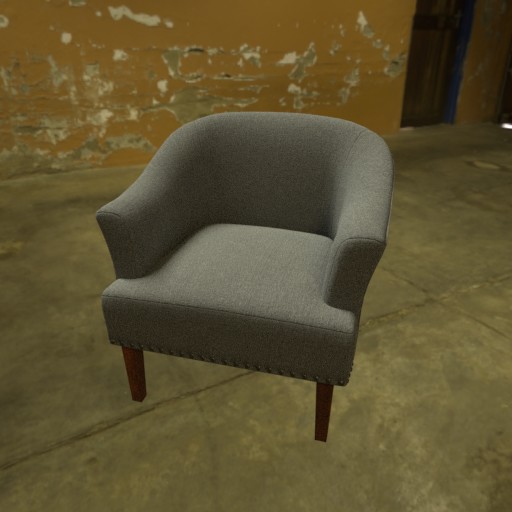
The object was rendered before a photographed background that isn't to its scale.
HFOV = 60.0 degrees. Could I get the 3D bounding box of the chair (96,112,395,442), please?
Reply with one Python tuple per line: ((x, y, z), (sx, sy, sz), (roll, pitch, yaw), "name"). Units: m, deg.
((0.000, 0.000, 1.432), (0.798, 0.815, 0.704), (7, 25, 14), "chair")
